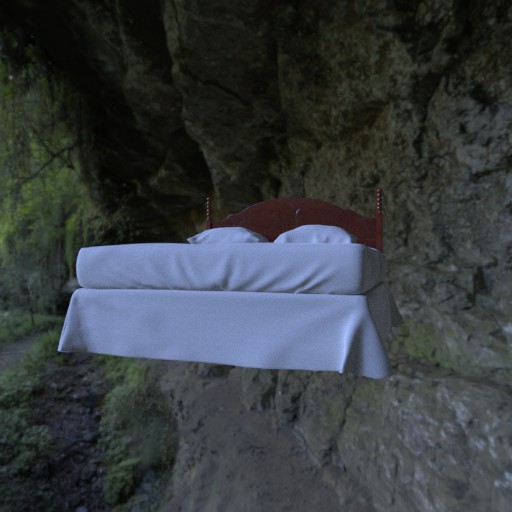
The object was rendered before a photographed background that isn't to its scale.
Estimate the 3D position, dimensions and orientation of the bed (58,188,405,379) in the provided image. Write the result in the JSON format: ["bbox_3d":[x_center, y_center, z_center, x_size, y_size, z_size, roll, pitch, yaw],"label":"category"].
[{"bbox_3d":[0.000,0.000,3.683,2.322,1.355,2.219,0,-1,19],"label":"bed"}]
